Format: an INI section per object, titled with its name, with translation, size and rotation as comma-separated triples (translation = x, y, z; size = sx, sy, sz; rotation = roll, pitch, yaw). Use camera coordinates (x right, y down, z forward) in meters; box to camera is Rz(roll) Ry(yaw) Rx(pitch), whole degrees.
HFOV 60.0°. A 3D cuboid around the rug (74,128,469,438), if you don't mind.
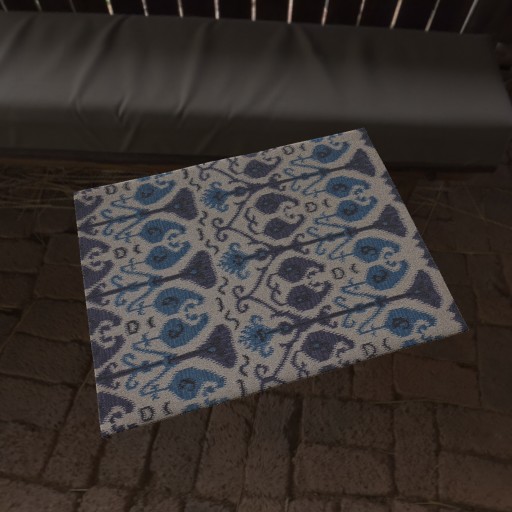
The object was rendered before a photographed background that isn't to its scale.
[rug]
translation = 0.000, 0.000, 4.235
size = 3.228, 0.024, 2.443
rotation = -14, 64, -7
